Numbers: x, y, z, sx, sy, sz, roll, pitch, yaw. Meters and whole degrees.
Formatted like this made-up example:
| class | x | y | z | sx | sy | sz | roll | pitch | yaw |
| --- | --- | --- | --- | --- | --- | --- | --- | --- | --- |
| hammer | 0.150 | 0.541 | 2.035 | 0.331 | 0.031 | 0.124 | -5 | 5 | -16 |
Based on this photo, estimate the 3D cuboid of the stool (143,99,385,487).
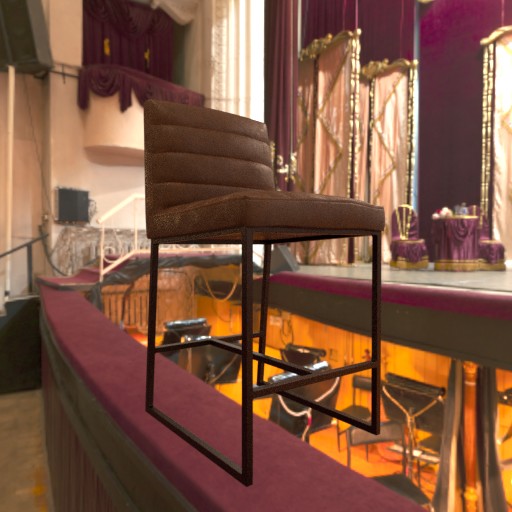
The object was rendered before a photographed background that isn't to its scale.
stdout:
| class | x | y | z | sx | sy | sz | roll | pitch | yaw |
| --- | --- | --- | --- | --- | --- | --- | --- | --- | --- |
| stool | 0.000 | 0.000 | 1.245 | 0.463 | 0.942 | 0.562 | -1 | 1 | -37 |
